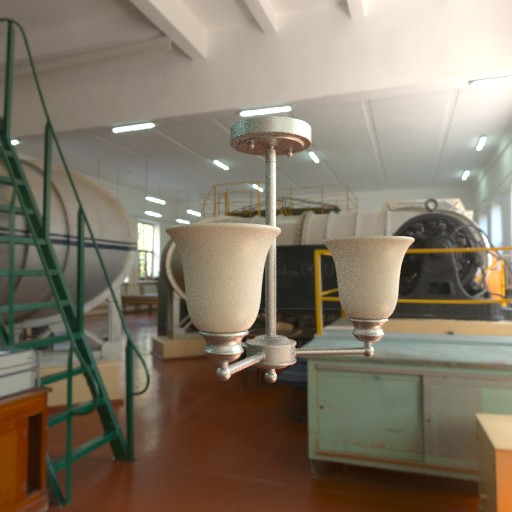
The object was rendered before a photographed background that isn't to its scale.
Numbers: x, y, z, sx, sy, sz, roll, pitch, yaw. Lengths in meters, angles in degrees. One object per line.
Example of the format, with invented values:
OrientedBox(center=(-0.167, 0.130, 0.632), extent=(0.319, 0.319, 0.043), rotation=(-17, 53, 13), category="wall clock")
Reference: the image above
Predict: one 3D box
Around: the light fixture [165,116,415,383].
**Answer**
OrientedBox(center=(0.000, 0.000, 0.680), extent=(0.388, 0.370, 0.354), rotation=(2, -3, -36), category="light fixture")
